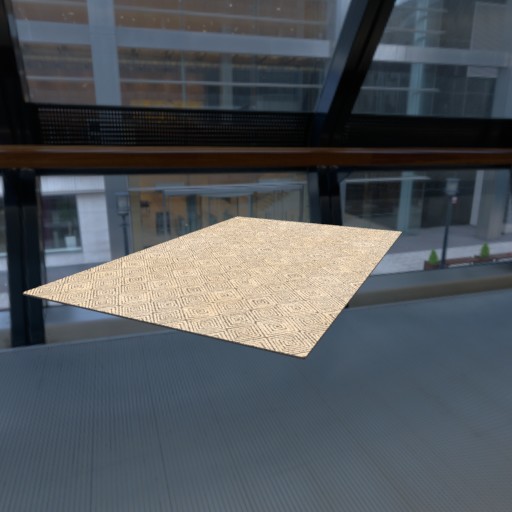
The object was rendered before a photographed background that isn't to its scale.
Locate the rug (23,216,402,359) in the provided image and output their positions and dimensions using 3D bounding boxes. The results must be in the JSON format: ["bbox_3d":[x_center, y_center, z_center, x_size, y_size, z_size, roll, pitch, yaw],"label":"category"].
[{"bbox_3d":[0.000,0.000,2.264,1.175,0.008,1.783,8,18,25],"label":"rug"}]
